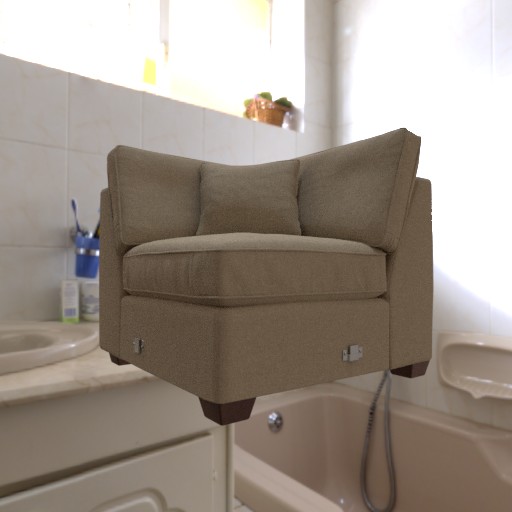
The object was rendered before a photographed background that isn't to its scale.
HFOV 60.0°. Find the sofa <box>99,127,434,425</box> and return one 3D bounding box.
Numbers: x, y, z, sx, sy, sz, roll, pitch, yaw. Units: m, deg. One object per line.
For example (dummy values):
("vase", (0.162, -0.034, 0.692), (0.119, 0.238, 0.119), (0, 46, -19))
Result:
("sofa", (0.000, 0.000, 1.969), (1.084, 1.002, 1.146), (1, -2, -37))
